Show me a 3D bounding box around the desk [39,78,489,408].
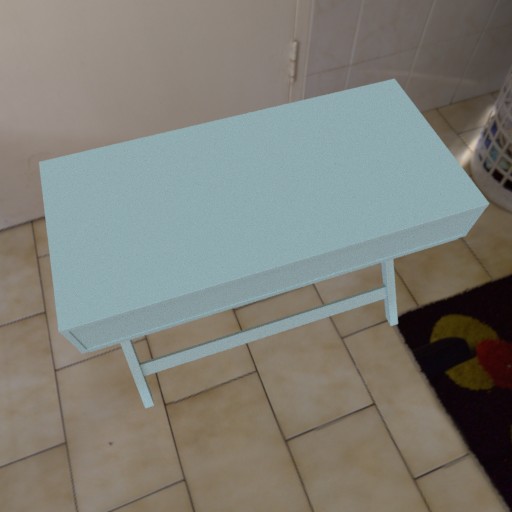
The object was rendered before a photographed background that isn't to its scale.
[{"bbox_3d":[0.000,0.000,1.485,1.057,0.780,0.525,-16,61,-9],"label":"desk"}]
